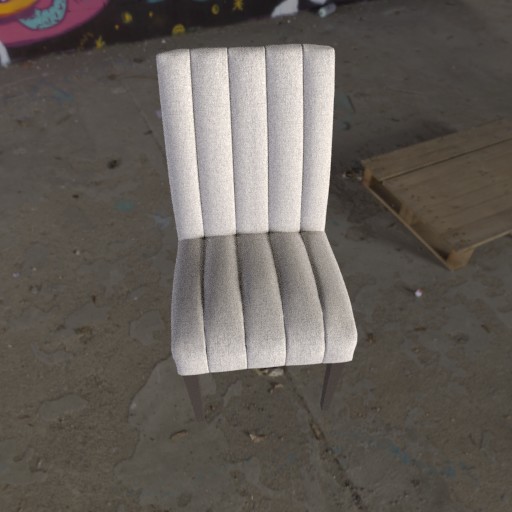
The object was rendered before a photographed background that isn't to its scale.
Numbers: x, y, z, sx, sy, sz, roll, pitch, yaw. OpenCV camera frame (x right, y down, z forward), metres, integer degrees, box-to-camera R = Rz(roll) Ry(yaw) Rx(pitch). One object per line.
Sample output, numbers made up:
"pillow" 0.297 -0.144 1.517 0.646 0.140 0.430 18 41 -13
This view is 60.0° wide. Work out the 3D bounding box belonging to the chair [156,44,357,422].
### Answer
"chair" 0.000 0.000 1.355 0.511 1.016 0.647 -4 47 -4
